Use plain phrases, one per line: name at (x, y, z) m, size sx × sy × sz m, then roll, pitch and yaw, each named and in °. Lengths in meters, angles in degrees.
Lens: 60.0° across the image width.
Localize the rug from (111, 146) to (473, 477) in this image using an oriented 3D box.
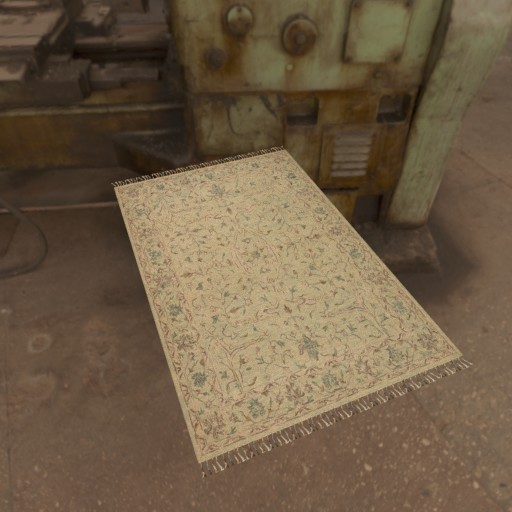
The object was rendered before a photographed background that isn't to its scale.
rug at (0.000, 0.000, 2.978) m, size 1.544 × 0.010 × 2.435 m, roll -16°, pitch 47°, yaw -16°
